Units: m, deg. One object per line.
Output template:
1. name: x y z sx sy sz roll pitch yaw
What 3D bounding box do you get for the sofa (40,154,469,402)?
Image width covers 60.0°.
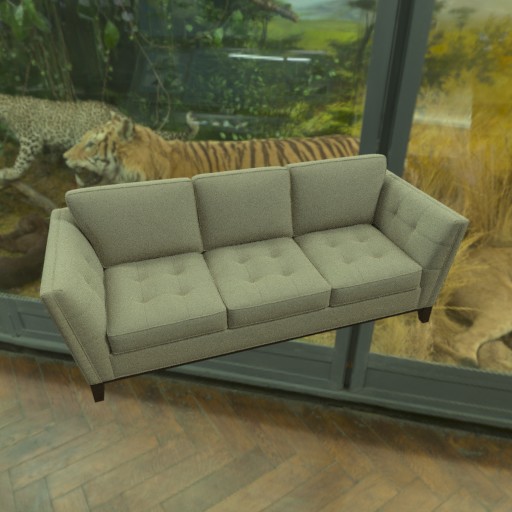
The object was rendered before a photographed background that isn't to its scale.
1. sofa: 0.000 0.000 2.868 2.388 0.940 0.965 -10 33 -15
